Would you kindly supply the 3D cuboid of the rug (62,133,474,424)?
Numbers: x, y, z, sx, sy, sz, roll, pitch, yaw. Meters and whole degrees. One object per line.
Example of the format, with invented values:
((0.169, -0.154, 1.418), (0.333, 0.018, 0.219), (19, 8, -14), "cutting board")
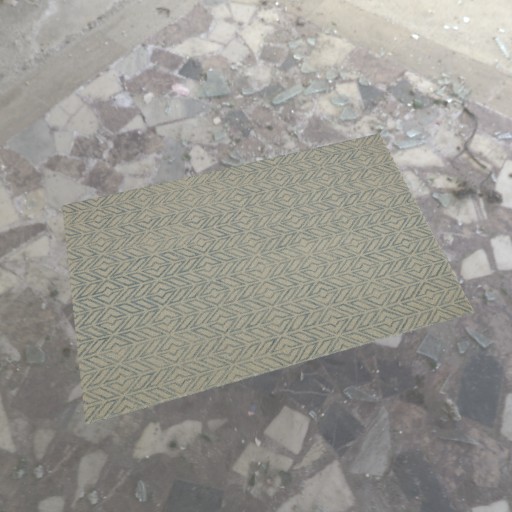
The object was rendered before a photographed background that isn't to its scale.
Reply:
((0.000, 0.000, 2.984), (2.441, 0.008, 1.526), (-14, 65, -7), "rug")
